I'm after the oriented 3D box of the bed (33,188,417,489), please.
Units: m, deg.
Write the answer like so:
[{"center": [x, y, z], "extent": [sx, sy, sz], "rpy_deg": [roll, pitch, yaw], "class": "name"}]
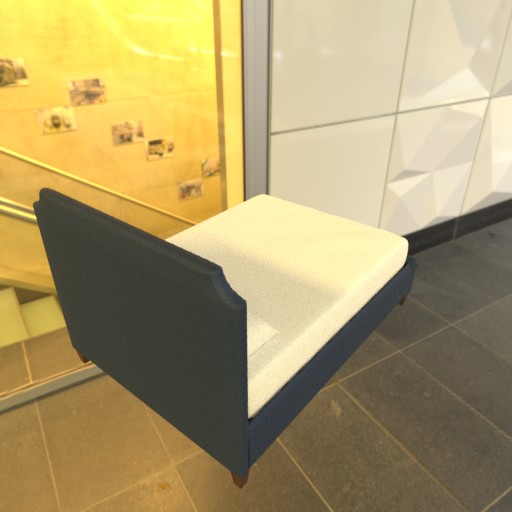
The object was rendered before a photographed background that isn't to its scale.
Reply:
[{"center": [0.000, 0.000, 3.350], "extent": [1.712, 1.443, 2.372], "rpy_deg": [23, 37, 33], "class": "bed"}]
